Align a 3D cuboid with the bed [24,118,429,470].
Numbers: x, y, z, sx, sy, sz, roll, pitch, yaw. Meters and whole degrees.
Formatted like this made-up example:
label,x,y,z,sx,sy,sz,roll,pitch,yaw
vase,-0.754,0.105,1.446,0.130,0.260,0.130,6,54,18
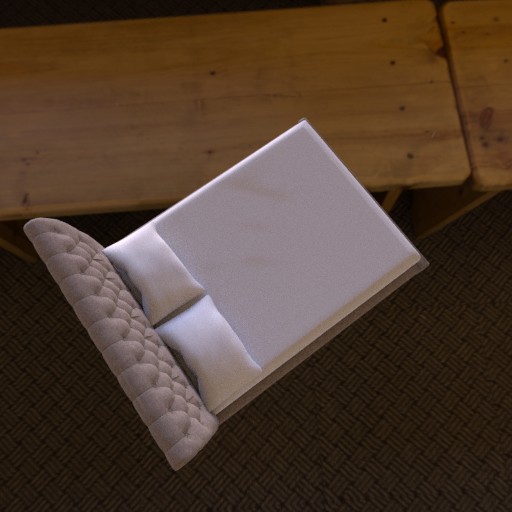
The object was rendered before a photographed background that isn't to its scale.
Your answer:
label,x,y,z,sx,sy,sz,roll,pitch,yaw
bed,0.000,0.000,3.259,2.252,1.371,1.645,-35,78,-8
